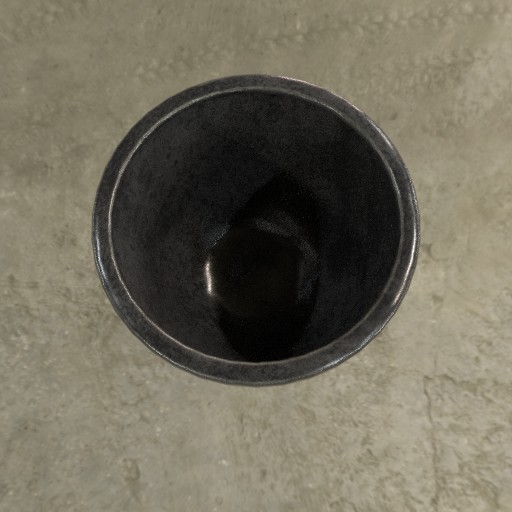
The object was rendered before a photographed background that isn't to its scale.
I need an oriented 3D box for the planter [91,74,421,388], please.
[{"bbox_3d":[0.000,0.000,0.352,0.197,0.191,0.197,0,75,0],"label":"planter"}]
